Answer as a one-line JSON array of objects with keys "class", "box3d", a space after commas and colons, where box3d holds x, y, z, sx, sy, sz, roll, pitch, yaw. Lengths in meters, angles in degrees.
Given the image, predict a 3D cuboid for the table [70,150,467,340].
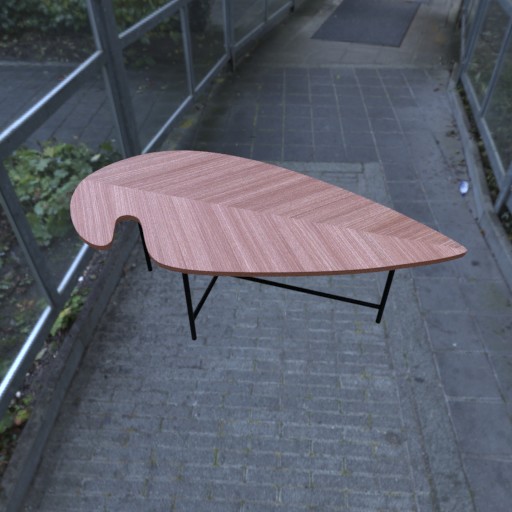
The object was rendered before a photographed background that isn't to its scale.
[{"class": "table", "box3d": [0.000, 0.000, 1.454, 1.199, 0.360, 0.598, 12, 43, 13]}]
